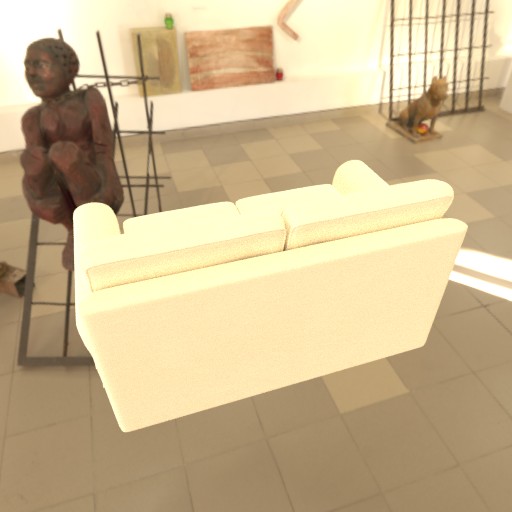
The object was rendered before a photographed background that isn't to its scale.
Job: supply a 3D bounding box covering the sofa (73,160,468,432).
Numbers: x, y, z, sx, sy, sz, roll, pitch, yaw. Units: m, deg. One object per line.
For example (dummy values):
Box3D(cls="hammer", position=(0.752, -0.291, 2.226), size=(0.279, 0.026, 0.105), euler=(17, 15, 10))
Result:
Box3D(cls="sofa", position=(0.000, 0.000, 2.293), size=(1.727, 0.940, 0.991), euler=(-12, 40, -14))
